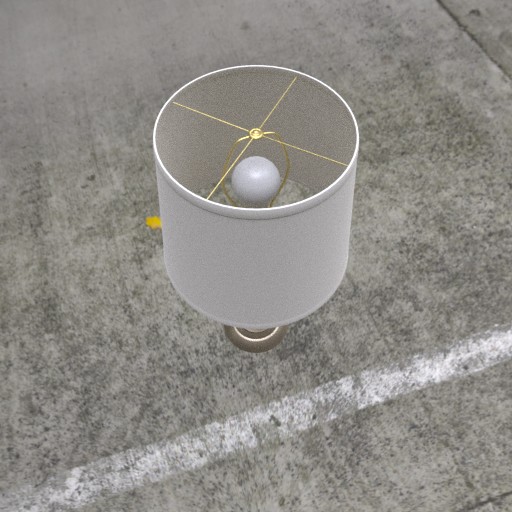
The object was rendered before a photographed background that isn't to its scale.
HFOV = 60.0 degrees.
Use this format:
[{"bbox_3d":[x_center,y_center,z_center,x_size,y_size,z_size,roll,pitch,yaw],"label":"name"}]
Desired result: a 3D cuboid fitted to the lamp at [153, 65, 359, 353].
[{"bbox_3d":[0.000,0.000,0.829,0.328,0.619,0.328,0,58,0],"label":"lamp"}]
